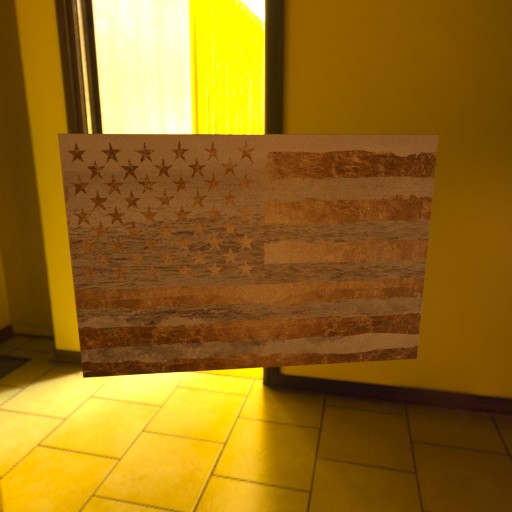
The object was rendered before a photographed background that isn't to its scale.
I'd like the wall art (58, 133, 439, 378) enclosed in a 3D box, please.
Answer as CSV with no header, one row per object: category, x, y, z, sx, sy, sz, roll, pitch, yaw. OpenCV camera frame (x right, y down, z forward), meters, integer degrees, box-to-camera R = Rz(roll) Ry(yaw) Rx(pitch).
wall art,0.000,0.000,0.769,0.606,0.407,0.041,-2,14,-7
